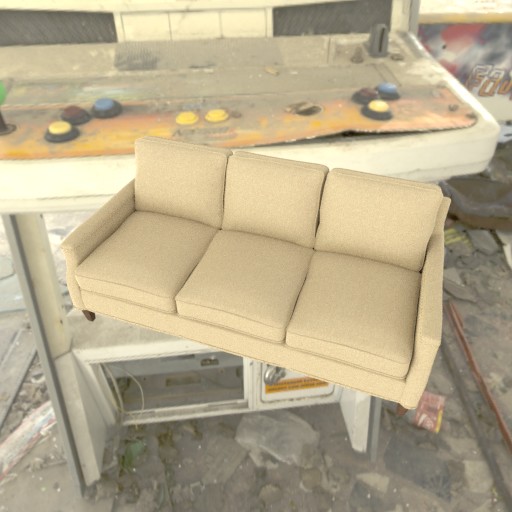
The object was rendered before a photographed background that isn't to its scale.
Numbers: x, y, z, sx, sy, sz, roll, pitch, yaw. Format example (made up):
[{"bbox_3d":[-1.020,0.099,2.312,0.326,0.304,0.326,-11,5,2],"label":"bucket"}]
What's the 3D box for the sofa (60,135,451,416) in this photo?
[{"bbox_3d":[0.000,0.000,2.840,2.246,1.003,1.084,13,42,15],"label":"sofa"}]
